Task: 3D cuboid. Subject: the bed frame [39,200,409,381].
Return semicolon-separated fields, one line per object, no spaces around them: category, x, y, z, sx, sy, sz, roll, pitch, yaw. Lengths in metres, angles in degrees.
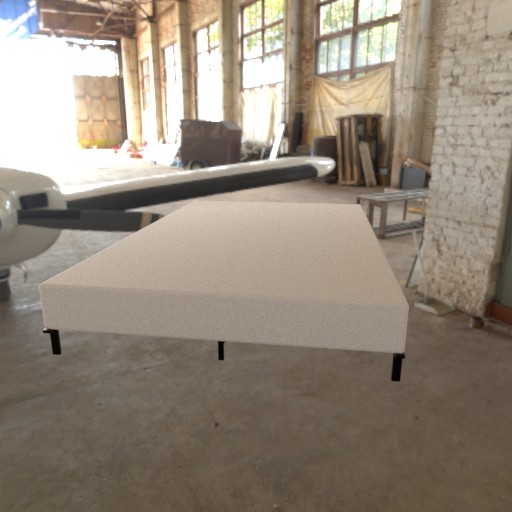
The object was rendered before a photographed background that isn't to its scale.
bed frame;0.000;0.000;3.699;1.930;0.440;2.987;2;16;8
